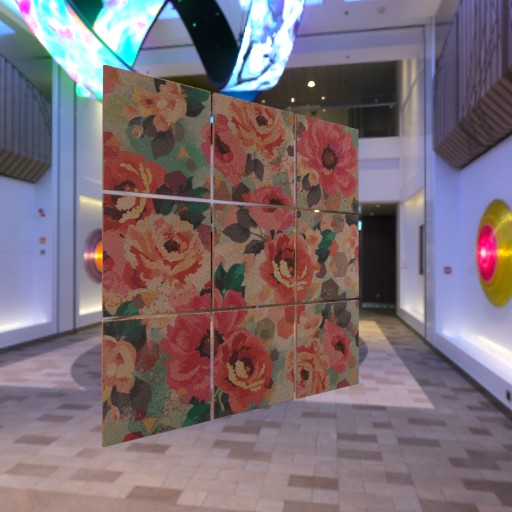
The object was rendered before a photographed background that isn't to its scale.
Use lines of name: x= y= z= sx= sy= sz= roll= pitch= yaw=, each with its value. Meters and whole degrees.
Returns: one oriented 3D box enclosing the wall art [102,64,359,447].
wall art: x=0.000 y=0.000 z=1.775 sx=1.216 sy=1.220 sz=0.013 roll=0 pitch=0 yaw=-36
